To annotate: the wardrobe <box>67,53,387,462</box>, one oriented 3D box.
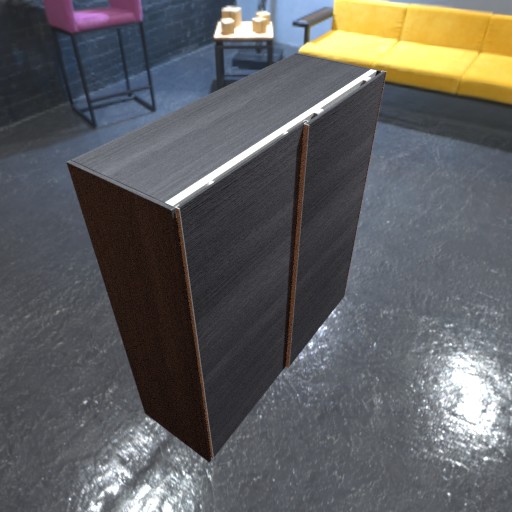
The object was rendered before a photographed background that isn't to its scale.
[{"bbox_3d":[0.000,0.000,2.852,0.629,1.960,1.780,25,47,26],"label":"wardrobe"}]
